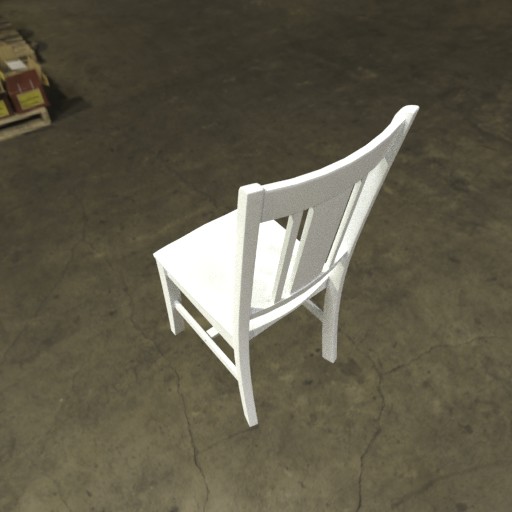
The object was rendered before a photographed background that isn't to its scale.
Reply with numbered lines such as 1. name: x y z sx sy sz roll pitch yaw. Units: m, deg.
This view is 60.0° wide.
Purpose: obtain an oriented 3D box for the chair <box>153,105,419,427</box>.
1. chair: 0.000 0.000 1.303 0.450 0.998 0.555 -30 53 -26
